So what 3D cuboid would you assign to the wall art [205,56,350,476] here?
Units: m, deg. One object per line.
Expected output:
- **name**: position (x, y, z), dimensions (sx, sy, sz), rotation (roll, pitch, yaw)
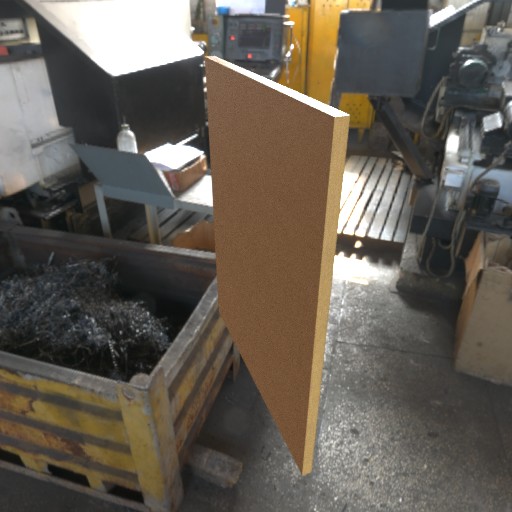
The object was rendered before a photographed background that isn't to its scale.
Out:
- **wall art**: position (0.000, 0.000, 1.321), dimensions (0.030, 1.002, 0.798), rotation (-11, 33, -18)
